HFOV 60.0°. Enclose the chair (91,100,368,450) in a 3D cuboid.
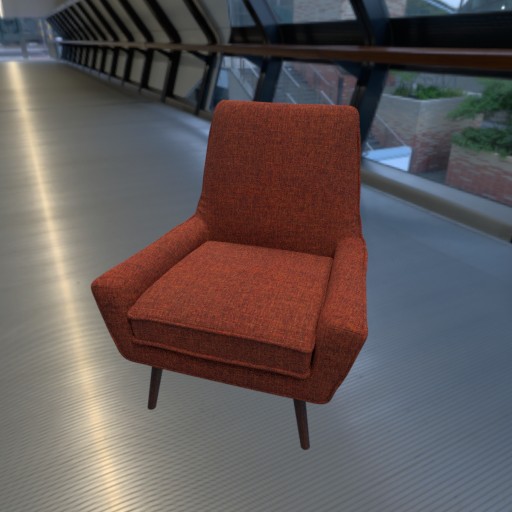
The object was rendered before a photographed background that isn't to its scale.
[{"bbox_3d":[0.000,0.000,1.509,0.803,0.911,0.784,8,28,16],"label":"chair"}]
